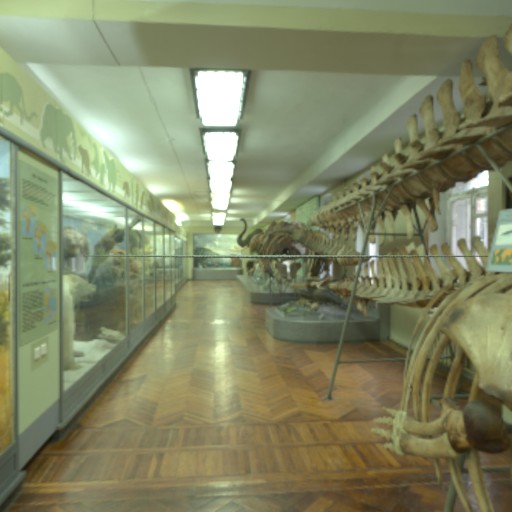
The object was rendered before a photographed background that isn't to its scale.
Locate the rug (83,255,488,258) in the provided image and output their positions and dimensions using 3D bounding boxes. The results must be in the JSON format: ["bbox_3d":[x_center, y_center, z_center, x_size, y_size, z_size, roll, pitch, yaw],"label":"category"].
[{"bbox_3d":[0.000,0.000,5.180,2.894,0.011,3.957,0,0,-36],"label":"rug"}]
